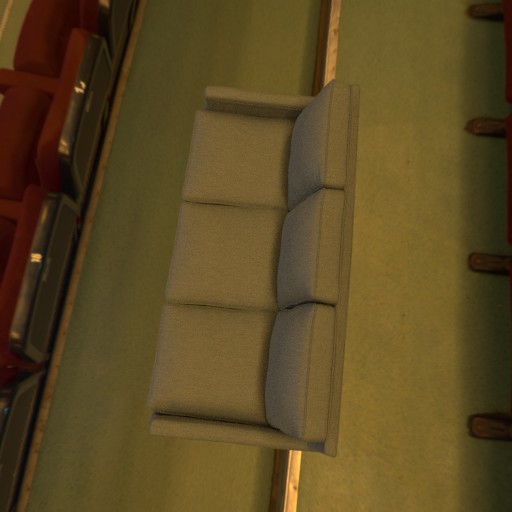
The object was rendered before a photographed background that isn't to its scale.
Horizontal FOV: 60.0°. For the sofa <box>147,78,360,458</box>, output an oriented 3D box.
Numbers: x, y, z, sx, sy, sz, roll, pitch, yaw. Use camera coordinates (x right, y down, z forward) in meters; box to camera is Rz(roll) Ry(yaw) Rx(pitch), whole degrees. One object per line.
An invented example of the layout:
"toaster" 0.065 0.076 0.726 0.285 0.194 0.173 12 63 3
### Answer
"sofa" 0.000 0.000 2.835 1.084 1.003 2.246 6 75 2
